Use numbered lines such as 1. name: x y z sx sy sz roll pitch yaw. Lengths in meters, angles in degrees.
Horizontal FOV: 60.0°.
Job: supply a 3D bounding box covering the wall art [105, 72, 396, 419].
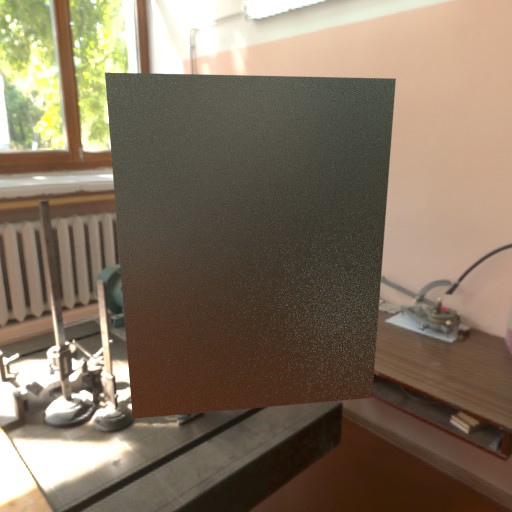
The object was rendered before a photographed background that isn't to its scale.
1. wall art: 0.000 0.000 0.753 0.444 0.569 0.025 -2 15 -8
